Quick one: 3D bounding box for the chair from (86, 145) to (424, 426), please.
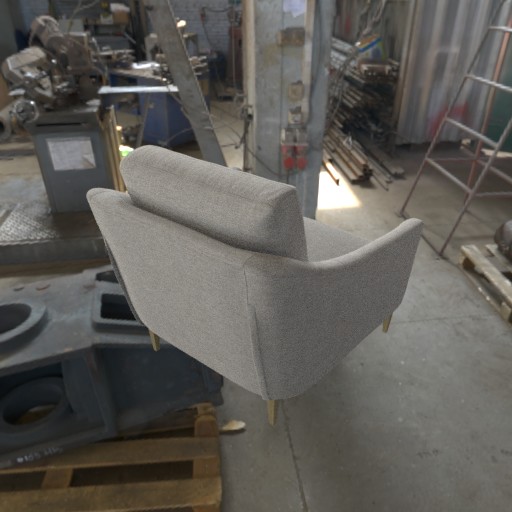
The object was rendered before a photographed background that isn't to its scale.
[{"bbox_3d":[0.000,0.000,1.760,0.986,0.902,0.961,22,38,31],"label":"chair"}]
